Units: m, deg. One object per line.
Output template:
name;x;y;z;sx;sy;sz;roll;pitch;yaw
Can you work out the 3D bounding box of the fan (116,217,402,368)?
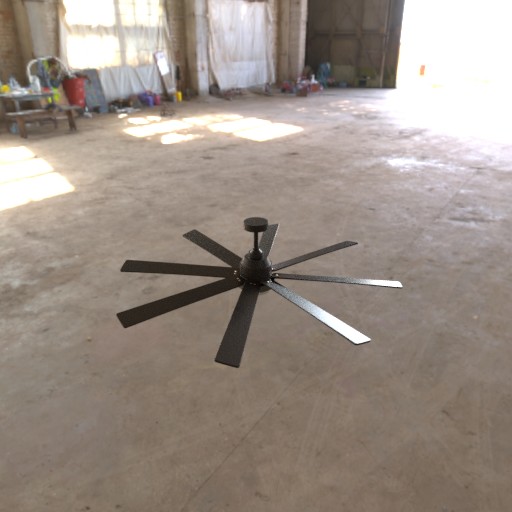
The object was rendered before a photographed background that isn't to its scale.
fan;0.000;0.000;2.833;1.830;0.472;1.830;-17;30;-32
